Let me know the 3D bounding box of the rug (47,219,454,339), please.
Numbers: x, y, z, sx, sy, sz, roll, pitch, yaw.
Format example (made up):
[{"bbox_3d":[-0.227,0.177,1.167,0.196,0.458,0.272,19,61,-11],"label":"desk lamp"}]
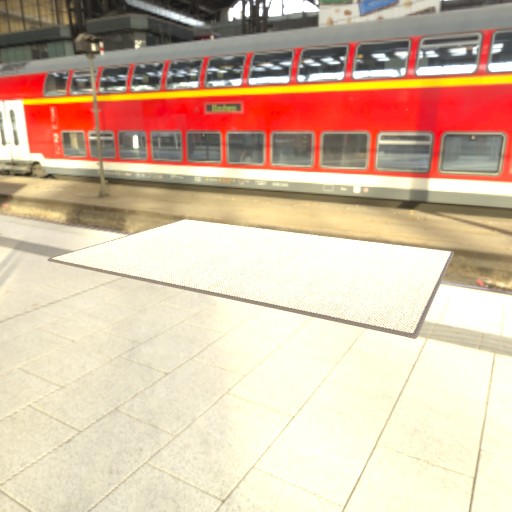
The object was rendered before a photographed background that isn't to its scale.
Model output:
[{"bbox_3d":[0.000,0.000,2.151,1.676,0.013,1.067,9,18,27],"label":"rug"}]
